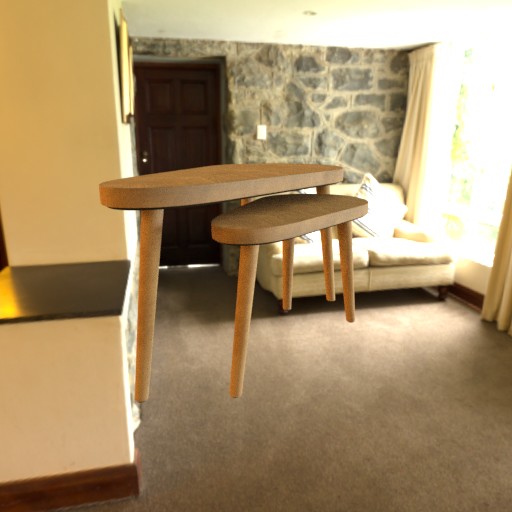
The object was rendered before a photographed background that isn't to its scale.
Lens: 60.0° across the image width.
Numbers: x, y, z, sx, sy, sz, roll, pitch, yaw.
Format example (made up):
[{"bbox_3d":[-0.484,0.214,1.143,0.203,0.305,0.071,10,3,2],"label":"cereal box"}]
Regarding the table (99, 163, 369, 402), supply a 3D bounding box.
[{"bbox_3d":[0.000,0.000,1.600,0.701,0.595,1.190,8,17,27],"label":"table"}]
